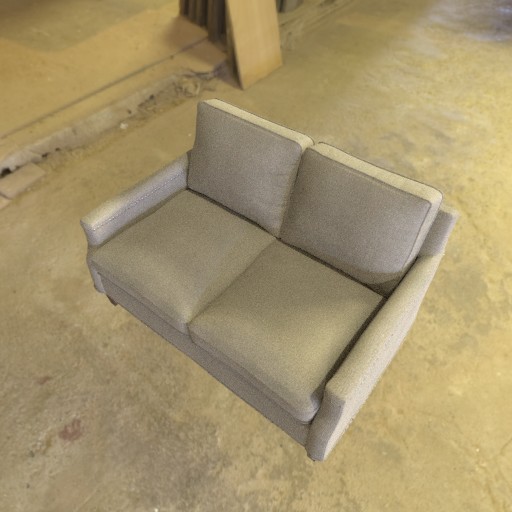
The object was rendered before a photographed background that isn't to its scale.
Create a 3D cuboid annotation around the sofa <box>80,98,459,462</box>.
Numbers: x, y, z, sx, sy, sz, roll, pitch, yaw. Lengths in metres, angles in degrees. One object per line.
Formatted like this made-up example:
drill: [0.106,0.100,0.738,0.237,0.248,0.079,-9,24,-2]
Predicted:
sofa: [0.000,0.000,2.281,1.597,1.003,1.084,30,54,25]
